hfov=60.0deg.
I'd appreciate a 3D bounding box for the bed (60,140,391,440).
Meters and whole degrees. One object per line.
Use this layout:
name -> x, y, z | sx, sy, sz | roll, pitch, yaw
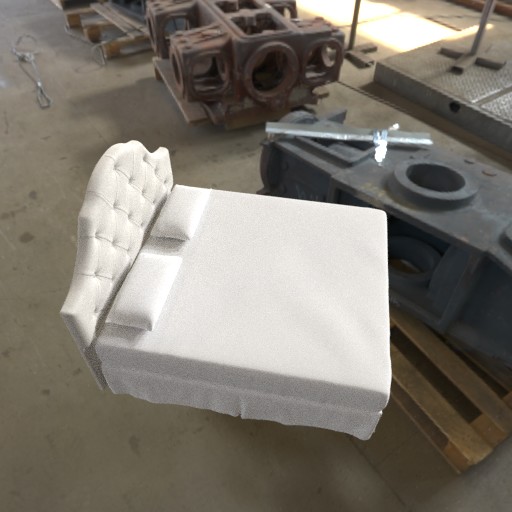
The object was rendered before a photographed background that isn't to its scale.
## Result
bed -> 0.000, 0.000, 3.558 | 2.214, 1.615, 2.008 | 8, 47, 7
